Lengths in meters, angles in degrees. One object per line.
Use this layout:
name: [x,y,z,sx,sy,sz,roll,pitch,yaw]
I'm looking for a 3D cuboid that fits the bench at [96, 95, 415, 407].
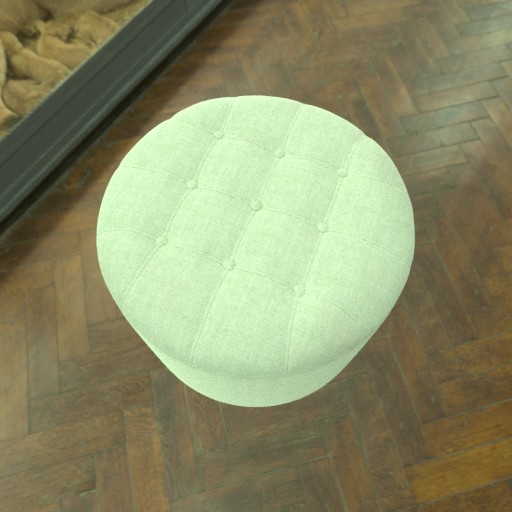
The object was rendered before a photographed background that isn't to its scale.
bench: [0.000,0.000,0.995,0.600,0.453,0.600,0,64,0]
